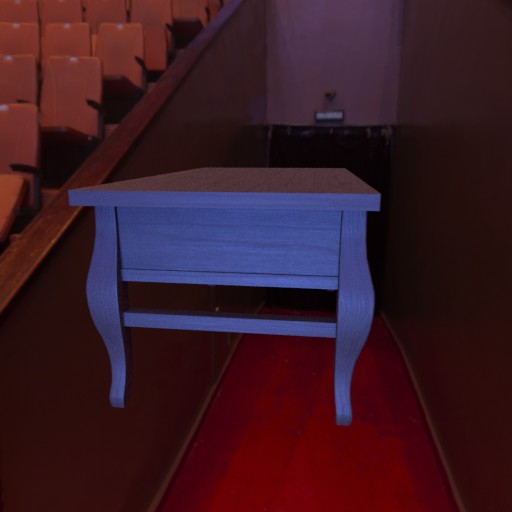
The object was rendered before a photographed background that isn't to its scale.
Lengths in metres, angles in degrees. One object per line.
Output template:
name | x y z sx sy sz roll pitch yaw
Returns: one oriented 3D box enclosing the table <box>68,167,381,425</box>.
table | 0.000 0.000 1.378 0.600 0.494 1.062 2 14 7
